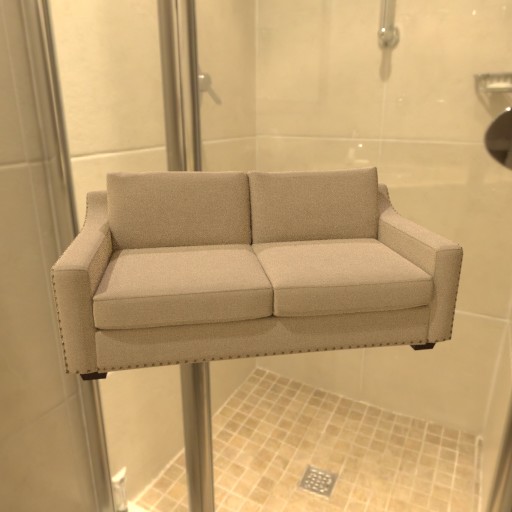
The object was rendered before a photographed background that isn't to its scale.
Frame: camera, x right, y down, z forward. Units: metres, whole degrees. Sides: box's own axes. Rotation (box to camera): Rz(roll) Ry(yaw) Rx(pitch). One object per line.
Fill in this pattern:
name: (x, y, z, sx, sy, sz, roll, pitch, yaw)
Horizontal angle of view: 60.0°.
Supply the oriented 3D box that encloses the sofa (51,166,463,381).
sofa: (0.000, 0.000, 2.730, 2.107, 0.983, 1.104, -3, 18, -9)
